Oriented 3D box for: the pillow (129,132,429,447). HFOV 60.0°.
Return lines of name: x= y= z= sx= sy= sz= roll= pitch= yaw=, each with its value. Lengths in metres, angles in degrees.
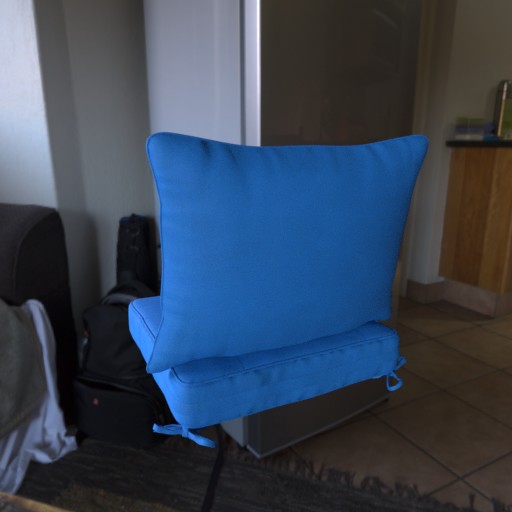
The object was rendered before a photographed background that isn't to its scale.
pillow: x=0.000 y=0.000 z=1.368 sx=0.798 sy=0.725 sz=0.733 roll=-7 pitch=16 yaw=-25
